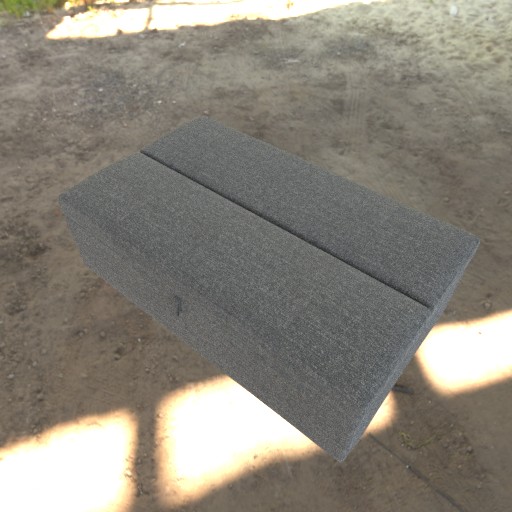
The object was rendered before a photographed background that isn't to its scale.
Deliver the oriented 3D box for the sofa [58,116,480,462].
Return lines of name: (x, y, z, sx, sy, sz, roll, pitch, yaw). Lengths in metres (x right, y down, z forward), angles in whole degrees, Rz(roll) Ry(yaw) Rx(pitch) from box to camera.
sofa: (0.000, 0.000, 1.574, 1.198, 0.417, 0.782, 31, 53, 26)
